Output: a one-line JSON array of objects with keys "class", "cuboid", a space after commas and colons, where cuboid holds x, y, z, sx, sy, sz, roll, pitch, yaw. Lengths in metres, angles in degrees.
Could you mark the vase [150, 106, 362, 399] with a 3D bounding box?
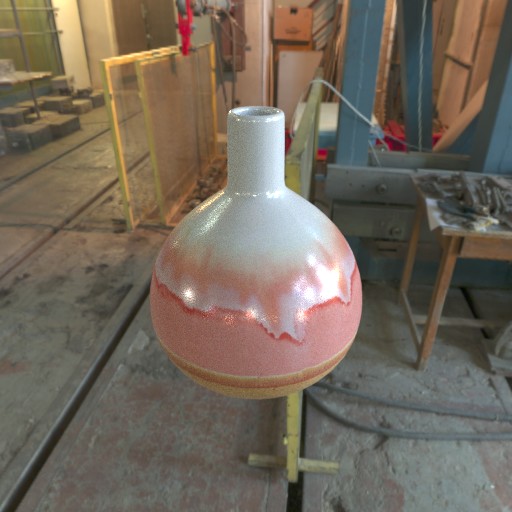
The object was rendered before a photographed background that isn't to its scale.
[{"class": "vase", "cuboid": [0.000, 0.000, 0.278, 0.137, 0.176, 0.137, 0, 29, 0]}]
